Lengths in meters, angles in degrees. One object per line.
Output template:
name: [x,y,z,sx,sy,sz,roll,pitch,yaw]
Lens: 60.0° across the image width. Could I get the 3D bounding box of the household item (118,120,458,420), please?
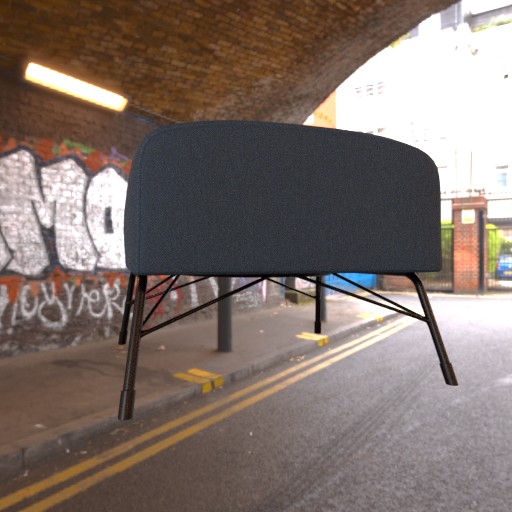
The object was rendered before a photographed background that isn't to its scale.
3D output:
household item: [0.000,0.000,0.892,0.530,0.420,0.530,0,0,-17]
